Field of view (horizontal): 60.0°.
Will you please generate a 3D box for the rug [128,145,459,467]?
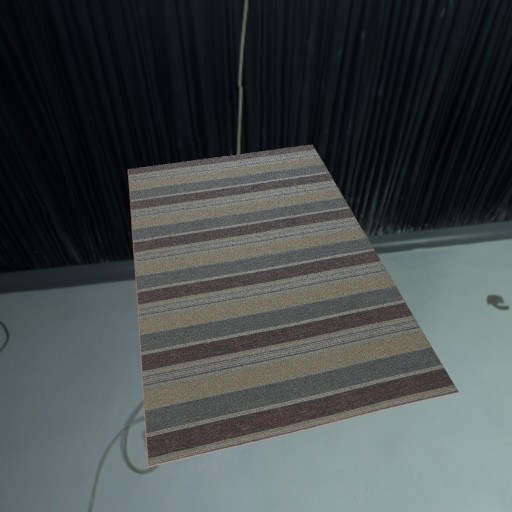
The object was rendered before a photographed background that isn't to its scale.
[{"bbox_3d":[0.000,0.000,2.271,1.219,0.008,1.829,-10,47,-9],"label":"rug"}]
